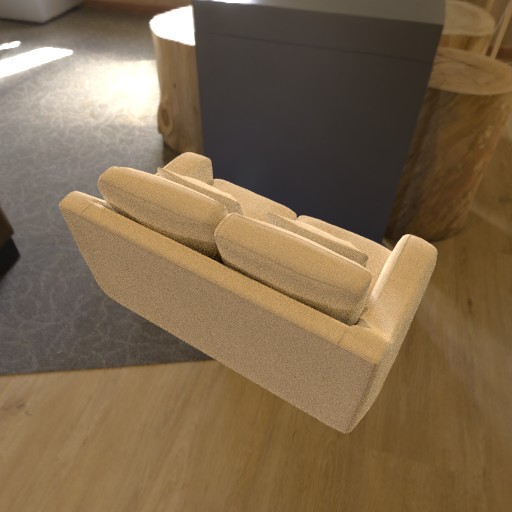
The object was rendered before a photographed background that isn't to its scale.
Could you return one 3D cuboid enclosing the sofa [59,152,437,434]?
[{"bbox_3d":[0.000,0.000,2.435,1.744,1.047,1.040,25,51,22],"label":"sofa"}]
